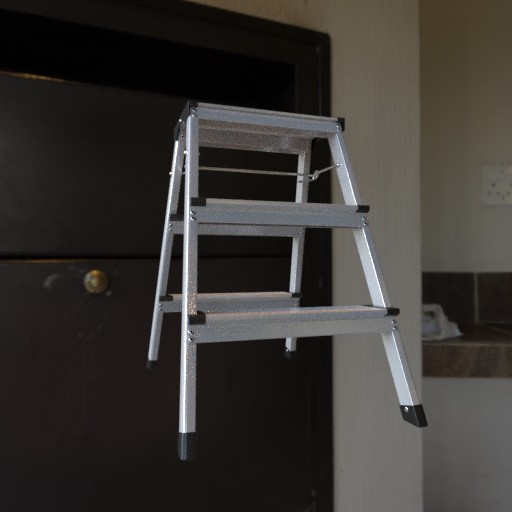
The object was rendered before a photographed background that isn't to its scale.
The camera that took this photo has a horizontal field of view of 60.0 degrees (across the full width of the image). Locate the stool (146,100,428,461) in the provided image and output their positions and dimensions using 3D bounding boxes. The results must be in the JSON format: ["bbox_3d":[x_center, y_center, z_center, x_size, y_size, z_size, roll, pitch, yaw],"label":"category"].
[{"bbox_3d":[0.000,0.000,1.009,0.437,0.605,0.622,0,-1,-18],"label":"stool"}]
